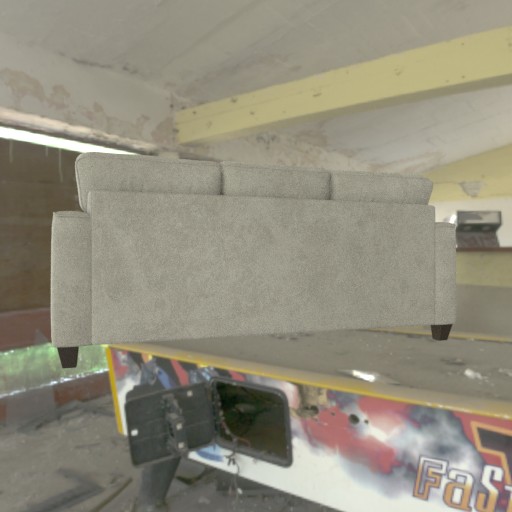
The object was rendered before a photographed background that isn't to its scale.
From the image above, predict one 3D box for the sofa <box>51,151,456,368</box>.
[{"bbox_3d":[0.000,0.000,2.618,2.133,0.965,0.939,0,0,-18],"label":"sofa"}]
